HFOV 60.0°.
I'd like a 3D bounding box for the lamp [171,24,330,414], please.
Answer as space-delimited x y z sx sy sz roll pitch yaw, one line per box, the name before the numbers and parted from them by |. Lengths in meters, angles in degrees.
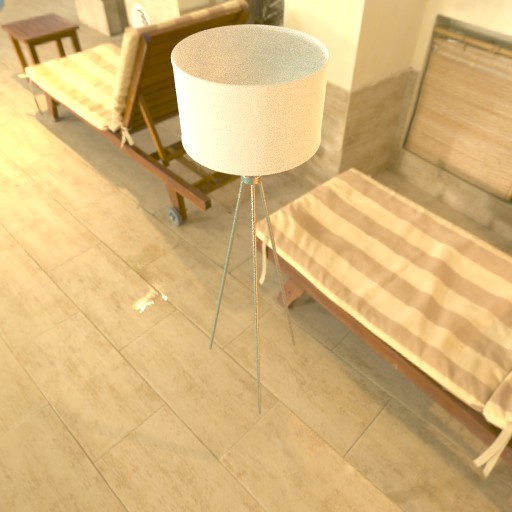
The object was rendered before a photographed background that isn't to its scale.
lamp | 0.000 0.000 1.707 0.458 1.545 0.448 -30 53 -27
